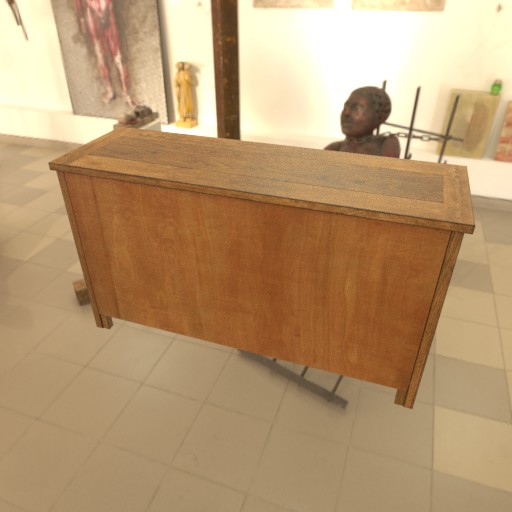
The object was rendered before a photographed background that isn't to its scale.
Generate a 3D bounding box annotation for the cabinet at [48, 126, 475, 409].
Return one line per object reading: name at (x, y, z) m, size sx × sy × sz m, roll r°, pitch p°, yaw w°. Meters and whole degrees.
cabinet at (0.000, 0.000, 1.861) m, size 1.474 × 0.813 × 0.480 m, roll 11°, pitch 35°, yaw 16°
